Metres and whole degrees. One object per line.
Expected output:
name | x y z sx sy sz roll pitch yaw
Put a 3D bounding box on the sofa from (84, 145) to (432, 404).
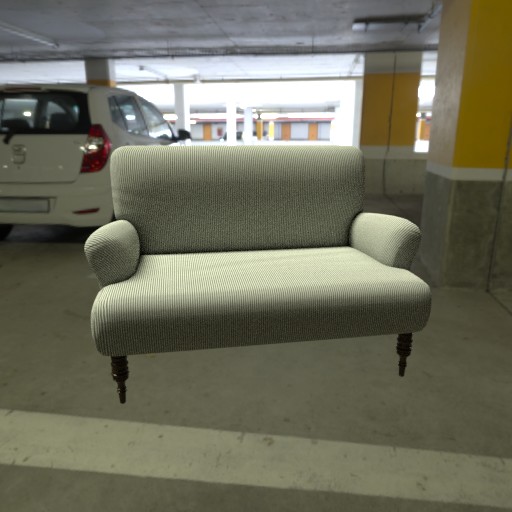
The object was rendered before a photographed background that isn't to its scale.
sofa | 0.000 0.000 1.860 1.297 0.889 0.779 -3 15 -10
